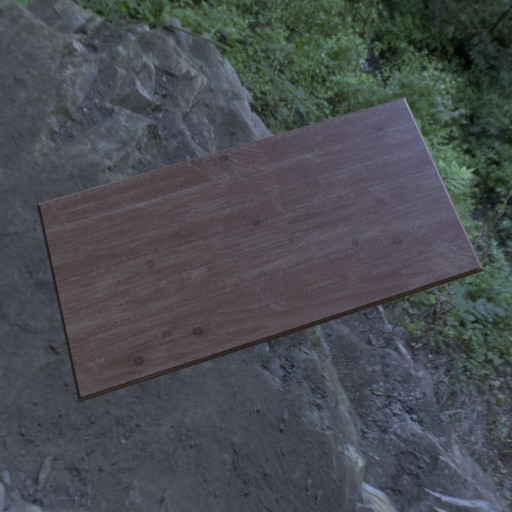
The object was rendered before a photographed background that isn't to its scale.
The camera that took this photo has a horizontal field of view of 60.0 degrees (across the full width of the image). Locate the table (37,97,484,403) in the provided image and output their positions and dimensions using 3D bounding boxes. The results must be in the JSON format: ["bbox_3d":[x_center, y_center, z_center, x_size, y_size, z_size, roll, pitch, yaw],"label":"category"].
[{"bbox_3d":[0.000,0.000,1.433,1.118,0.458,0.559,-17,77,-4],"label":"table"}]
